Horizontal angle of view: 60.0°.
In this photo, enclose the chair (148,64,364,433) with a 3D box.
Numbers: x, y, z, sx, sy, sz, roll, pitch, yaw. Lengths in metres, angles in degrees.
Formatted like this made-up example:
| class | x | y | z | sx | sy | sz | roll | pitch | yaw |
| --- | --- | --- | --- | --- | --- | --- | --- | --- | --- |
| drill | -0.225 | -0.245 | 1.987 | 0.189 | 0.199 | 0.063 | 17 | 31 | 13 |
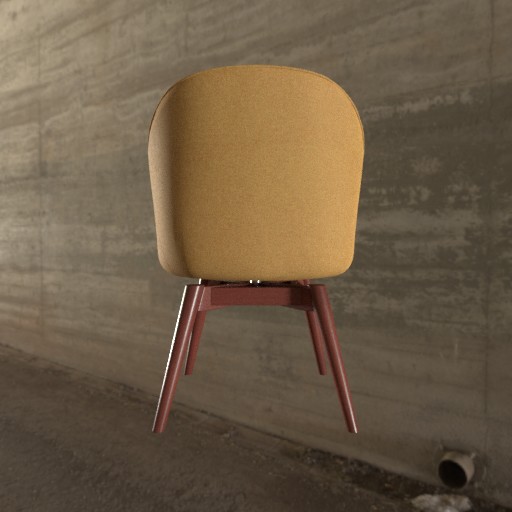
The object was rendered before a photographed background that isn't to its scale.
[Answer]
| class | x | y | z | sx | sy | sz | roll | pitch | yaw |
| --- | --- | --- | --- | --- | --- | --- | --- | --- | --- |
| chair | 0.000 | 0.000 | 1.252 | 0.596 | 0.823 | 0.635 | 0 | 1 | 0 |
